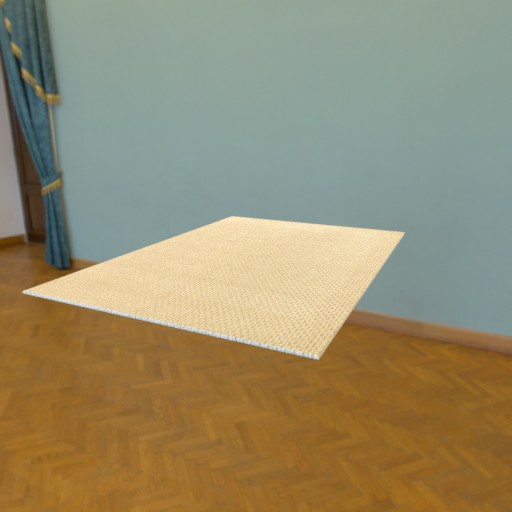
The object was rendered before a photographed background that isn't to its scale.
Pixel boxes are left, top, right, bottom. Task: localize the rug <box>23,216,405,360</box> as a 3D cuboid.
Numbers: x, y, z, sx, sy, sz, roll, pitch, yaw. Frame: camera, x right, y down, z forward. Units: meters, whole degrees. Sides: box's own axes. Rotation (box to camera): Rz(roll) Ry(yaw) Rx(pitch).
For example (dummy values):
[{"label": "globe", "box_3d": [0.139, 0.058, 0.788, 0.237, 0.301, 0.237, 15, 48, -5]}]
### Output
[{"label": "rug", "box_3d": [0.000, 0.000, 2.788, 1.509, 0.013, 2.144, 8, 18, 24]}]
